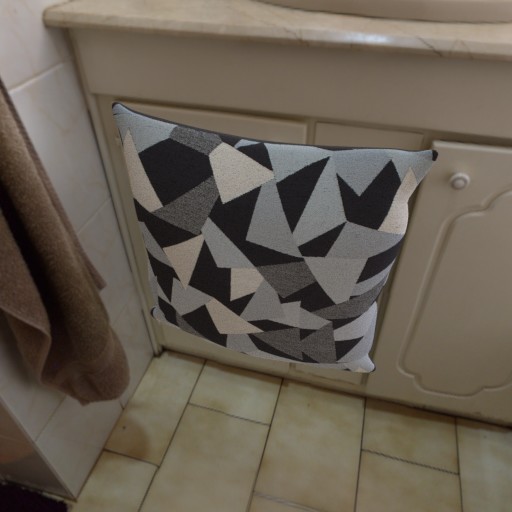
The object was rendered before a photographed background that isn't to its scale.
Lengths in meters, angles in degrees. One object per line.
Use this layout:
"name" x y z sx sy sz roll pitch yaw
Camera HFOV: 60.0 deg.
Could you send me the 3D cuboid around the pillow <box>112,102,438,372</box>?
"pillow" 0.000 0.000 0.790 0.503 0.496 0.208 12 42 13
